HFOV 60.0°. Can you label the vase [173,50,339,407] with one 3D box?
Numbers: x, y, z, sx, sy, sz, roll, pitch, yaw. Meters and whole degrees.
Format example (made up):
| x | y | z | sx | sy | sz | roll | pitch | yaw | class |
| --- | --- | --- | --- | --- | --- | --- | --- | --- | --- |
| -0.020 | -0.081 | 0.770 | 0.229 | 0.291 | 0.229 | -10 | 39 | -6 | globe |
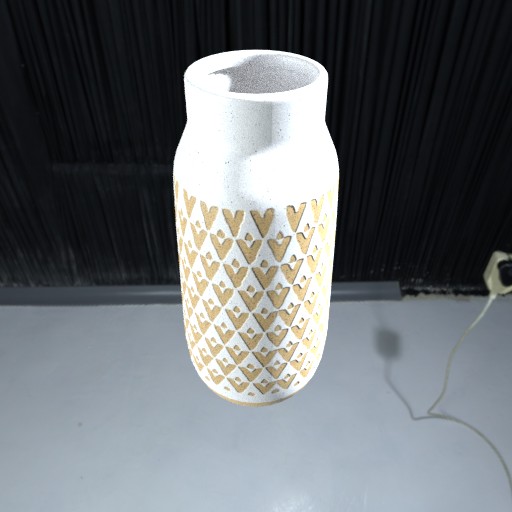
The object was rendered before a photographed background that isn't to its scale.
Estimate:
| x | y | z | sx | sy | sz | roll | pitch | yaw | class |
| --- | --- | --- | --- | --- | --- | --- | --- | --- | --- |
| 0.000 | 0.000 | 0.378 | 0.137 | 0.307 | 0.137 | 0 | 40 | 0 | vase |
